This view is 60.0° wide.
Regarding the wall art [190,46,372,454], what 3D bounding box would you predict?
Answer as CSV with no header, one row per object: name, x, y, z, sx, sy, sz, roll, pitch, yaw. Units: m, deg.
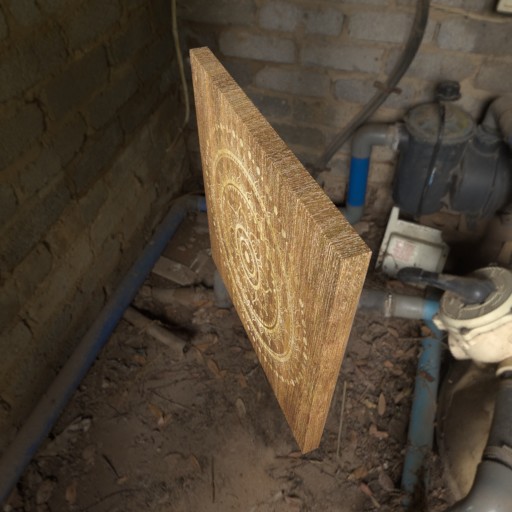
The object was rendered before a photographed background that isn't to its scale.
wall art,0.000,0.000,0.905,0.042,0.608,0.611,-17,49,-15
